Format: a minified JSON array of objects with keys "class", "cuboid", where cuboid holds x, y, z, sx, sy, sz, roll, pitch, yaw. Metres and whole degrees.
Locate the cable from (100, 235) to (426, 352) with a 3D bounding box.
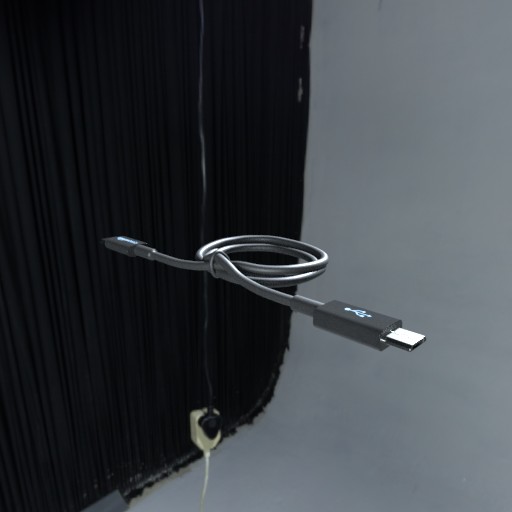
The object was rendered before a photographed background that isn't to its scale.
[{"class":"cable","cuboid":[0.000,0.000,0.215,0.070,0.014,0.192,-15,21,-43]}]
